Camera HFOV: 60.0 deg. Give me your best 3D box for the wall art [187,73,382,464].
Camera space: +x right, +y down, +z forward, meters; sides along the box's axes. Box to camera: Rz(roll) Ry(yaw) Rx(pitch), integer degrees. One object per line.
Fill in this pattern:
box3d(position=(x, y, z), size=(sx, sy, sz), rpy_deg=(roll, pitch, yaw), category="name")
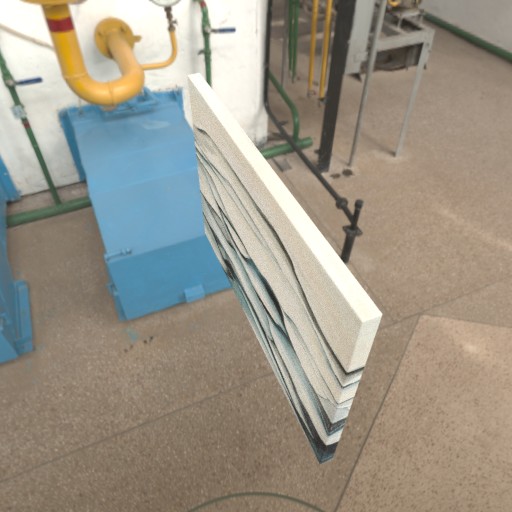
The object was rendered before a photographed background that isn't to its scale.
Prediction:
box3d(position=(0.000, 0.000, 1.180), size=(0.039, 0.609, 0.914), rpy_deg=(-17, 48, -15), category="wall art")
